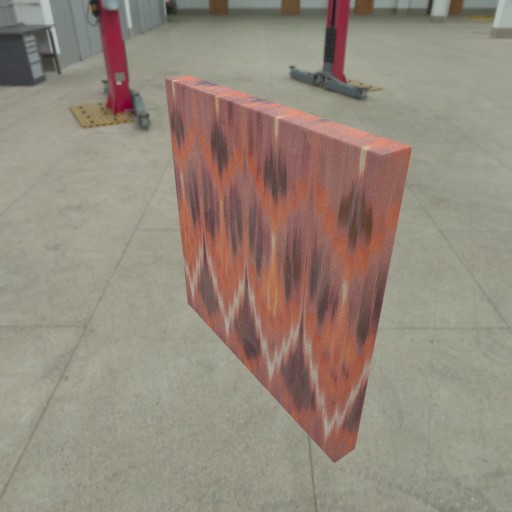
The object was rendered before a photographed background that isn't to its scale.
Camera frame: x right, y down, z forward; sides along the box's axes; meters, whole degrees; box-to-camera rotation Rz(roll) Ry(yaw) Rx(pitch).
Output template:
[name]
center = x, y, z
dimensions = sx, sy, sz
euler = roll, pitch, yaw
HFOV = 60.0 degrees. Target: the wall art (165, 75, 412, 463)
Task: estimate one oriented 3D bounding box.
[wall art]
center = 0.000, 0.000, 0.608
dimensions = 0.038, 0.406, 0.403
euler = -20, 37, -29
